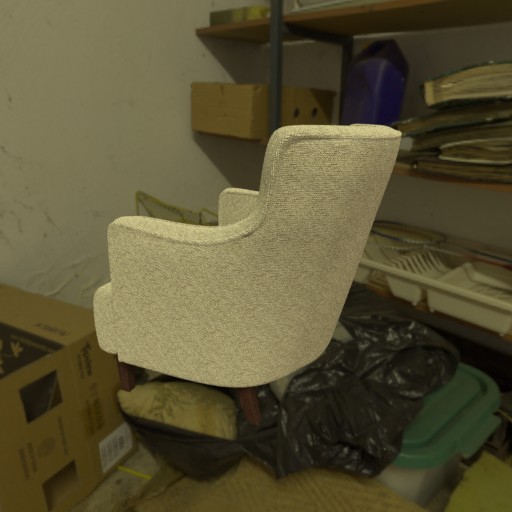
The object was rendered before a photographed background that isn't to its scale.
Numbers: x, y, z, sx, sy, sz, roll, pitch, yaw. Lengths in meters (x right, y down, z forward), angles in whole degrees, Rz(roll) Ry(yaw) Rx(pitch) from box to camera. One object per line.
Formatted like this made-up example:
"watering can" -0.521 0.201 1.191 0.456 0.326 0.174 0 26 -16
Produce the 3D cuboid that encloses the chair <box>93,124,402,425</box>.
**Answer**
"chair" 0.000 0.000 1.632 0.910 0.920 0.820 8 19 24
